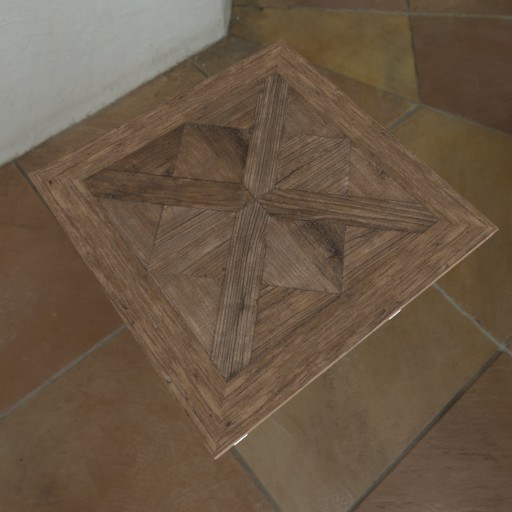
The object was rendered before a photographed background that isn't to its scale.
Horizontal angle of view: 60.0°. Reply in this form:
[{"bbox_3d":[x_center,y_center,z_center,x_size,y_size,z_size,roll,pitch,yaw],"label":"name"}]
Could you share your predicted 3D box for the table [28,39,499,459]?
[{"bbox_3d":[0.000,0.000,1.162,0.700,0.532,0.700,-34,69,-15],"label":"table"}]
